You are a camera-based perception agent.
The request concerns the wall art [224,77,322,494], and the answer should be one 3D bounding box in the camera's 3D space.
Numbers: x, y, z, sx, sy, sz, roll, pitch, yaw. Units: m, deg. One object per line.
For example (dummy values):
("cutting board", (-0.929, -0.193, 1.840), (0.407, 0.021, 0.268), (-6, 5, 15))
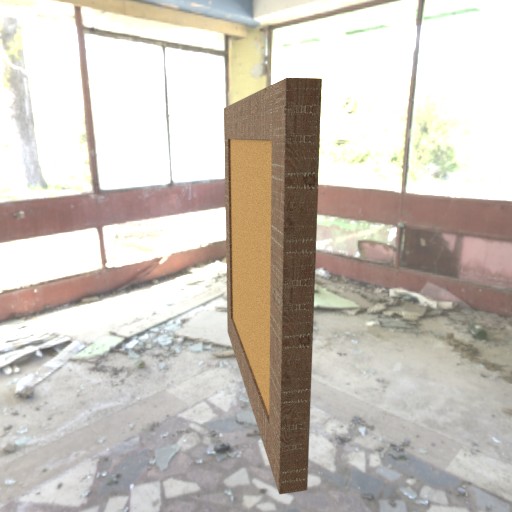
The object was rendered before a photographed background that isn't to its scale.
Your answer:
("wall art", (0.000, 0.000, 0.790), (0.040, 0.531, 0.531), (-3, 15, -11))
